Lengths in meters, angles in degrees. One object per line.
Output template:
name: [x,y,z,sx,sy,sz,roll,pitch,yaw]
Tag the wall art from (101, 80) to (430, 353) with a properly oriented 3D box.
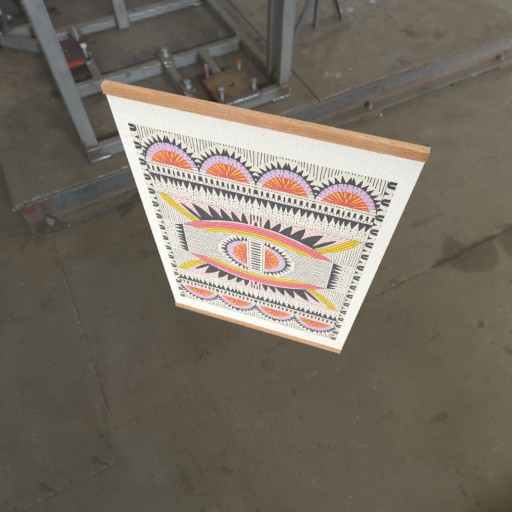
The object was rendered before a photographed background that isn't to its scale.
wall art: [0.000,0.000,1.941,0.999,1.533,0.028,15,59,9]
